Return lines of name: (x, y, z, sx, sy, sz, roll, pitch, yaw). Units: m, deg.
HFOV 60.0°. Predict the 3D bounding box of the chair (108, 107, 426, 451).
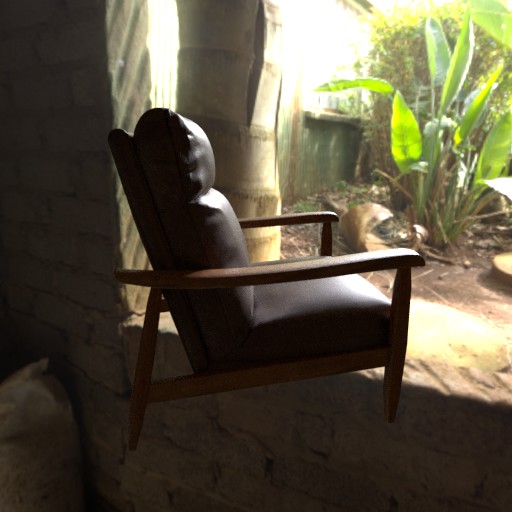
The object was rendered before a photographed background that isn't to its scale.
chair: (0.000, 0.000, 1.475, 0.830, 0.897, 0.782, -2, 15, -9)
